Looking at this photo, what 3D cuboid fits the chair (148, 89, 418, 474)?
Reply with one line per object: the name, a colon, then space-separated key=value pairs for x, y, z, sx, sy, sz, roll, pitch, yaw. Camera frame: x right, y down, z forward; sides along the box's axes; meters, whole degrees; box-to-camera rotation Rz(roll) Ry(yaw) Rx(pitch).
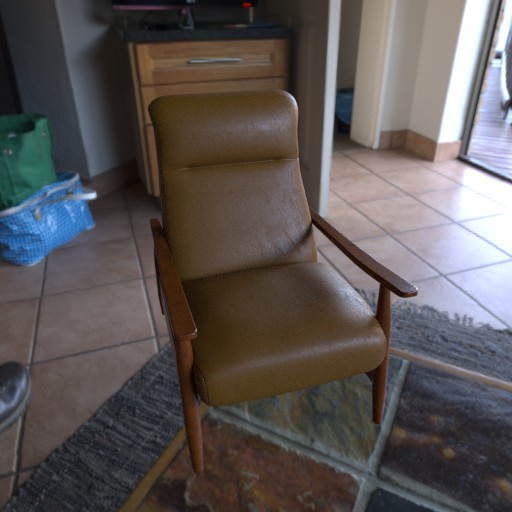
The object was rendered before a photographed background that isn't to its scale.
chair: x=0.000 y=0.000 z=1.745 sx=0.762 sy=1.082 sz=1.014 roll=-9 pitch=31 yaw=-15
